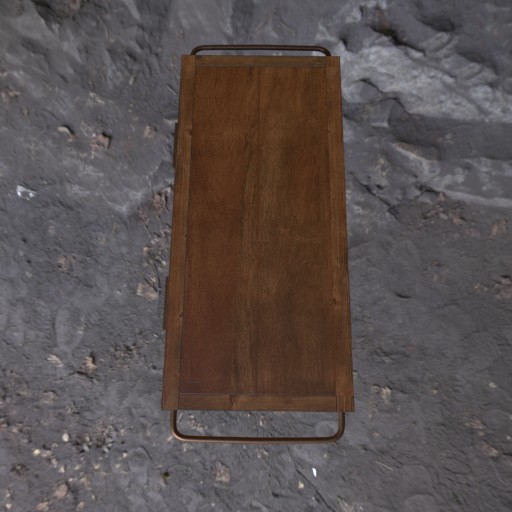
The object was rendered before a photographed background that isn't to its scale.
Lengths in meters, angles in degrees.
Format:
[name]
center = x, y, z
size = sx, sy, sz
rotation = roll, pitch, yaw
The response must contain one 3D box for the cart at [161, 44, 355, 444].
[cart]
center = 0.000, 0.000, 1.492
size = 0.445, 0.830, 1.065
rotation = 1, 76, 0
